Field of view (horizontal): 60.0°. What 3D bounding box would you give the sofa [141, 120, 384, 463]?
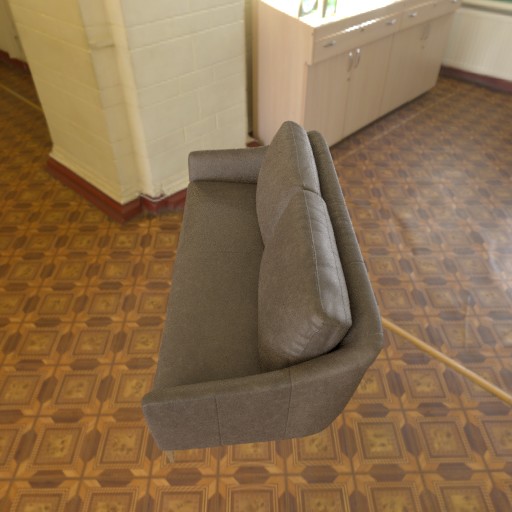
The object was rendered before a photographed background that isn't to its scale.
[{"bbox_3d":[0.000,0.000,2.541,0.960,0.902,2.036,-1,41,-1],"label":"sofa"}]
